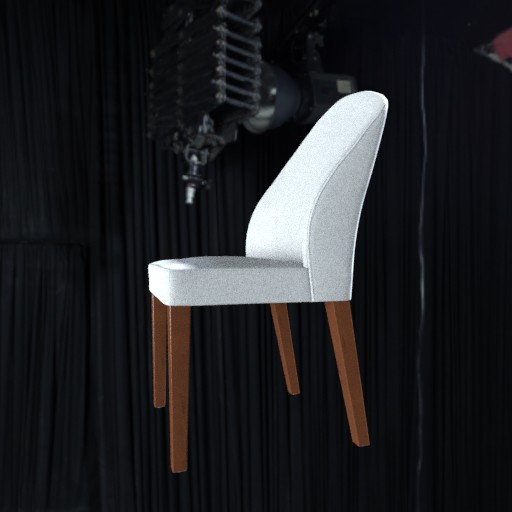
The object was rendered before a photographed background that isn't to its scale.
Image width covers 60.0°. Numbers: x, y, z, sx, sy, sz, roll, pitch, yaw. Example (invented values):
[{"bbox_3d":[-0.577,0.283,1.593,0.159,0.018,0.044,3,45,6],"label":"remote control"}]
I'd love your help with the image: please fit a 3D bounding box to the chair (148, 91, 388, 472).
[{"bbox_3d":[0.000,0.000,1.185,0.540,0.893,0.472,0,0,-18],"label":"chair"}]
